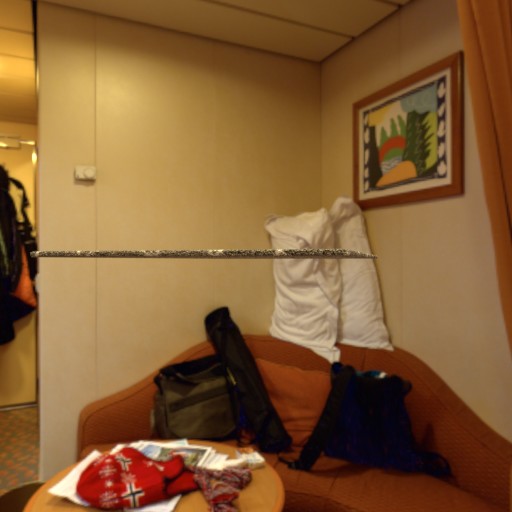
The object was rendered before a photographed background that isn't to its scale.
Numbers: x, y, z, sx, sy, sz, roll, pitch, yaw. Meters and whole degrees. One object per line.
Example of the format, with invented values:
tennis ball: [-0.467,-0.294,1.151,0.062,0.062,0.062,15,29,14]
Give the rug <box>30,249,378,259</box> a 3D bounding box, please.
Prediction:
rug: [0.000,0.000,3.067,1.524,0.030,2.438,0,-1,18]
